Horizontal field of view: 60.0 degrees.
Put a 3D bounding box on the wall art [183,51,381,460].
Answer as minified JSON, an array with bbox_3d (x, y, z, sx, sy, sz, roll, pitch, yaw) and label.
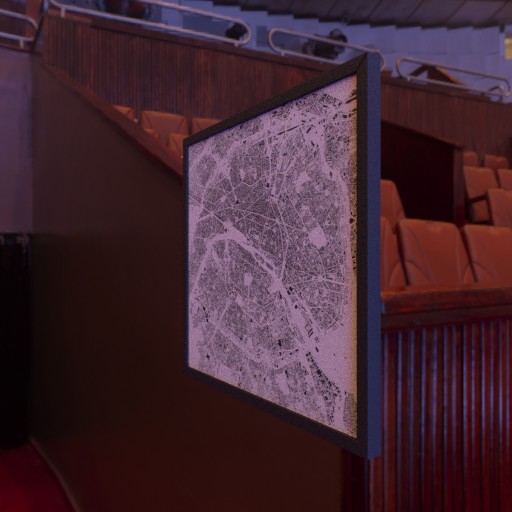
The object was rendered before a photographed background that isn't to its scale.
[{"bbox_3d":[0.000,0.000,1.145,0.037,0.763,0.763,0,0,-36],"label":"wall art"}]
